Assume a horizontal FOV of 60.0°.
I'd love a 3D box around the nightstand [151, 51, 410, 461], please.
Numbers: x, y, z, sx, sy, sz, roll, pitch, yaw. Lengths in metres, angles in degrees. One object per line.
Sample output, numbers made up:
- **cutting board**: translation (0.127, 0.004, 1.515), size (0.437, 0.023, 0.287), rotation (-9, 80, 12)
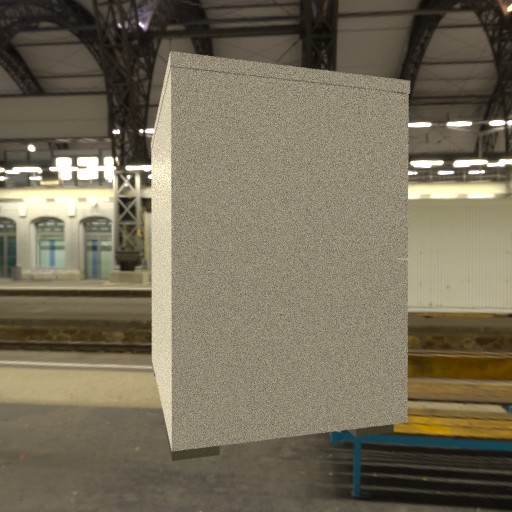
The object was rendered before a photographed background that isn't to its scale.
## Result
- **nightstand**: translation (0.000, 0.000, 0.752), size (0.325, 0.460, 0.441), rotation (0, 1, -16)
